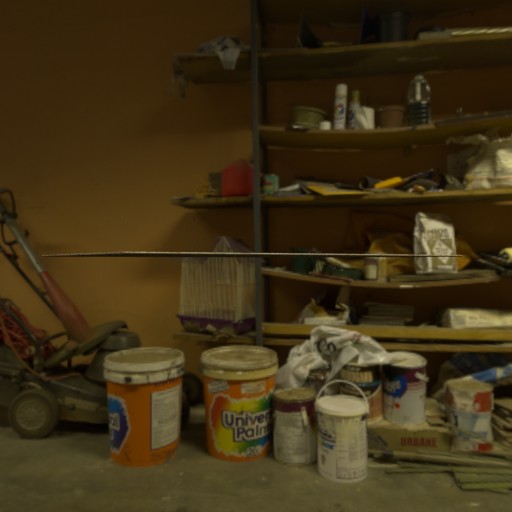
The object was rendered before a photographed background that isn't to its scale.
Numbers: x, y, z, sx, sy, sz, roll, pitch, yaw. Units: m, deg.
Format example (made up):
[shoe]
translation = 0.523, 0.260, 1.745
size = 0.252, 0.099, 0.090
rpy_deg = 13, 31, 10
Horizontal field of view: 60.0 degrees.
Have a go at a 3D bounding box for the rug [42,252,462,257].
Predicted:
[rug]
translation = 0.000, 0.000, 2.313
size = 1.829, 0.008, 1.219
rpy_deg = 0, -1, -36
